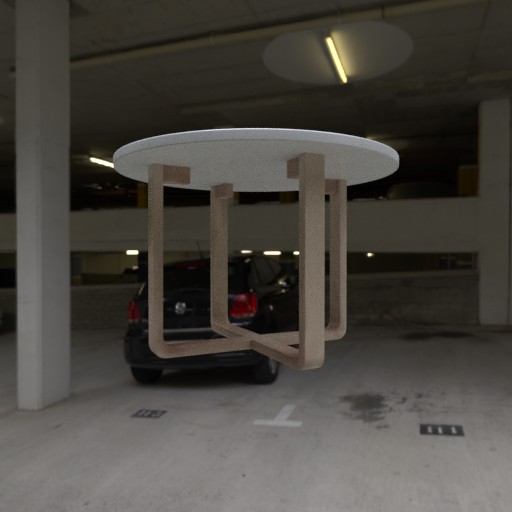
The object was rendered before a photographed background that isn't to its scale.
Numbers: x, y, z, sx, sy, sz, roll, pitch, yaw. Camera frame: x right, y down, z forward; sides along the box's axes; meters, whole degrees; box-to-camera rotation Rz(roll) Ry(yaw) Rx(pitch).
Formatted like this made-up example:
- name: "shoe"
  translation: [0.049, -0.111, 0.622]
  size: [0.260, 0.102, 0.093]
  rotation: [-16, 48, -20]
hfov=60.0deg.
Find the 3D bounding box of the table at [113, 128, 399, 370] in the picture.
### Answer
- name: "table"
  translation: [0.000, 0.000, 0.980]
  size: [0.600, 0.400, 0.600]
  rotation: [0, 1, 0]
